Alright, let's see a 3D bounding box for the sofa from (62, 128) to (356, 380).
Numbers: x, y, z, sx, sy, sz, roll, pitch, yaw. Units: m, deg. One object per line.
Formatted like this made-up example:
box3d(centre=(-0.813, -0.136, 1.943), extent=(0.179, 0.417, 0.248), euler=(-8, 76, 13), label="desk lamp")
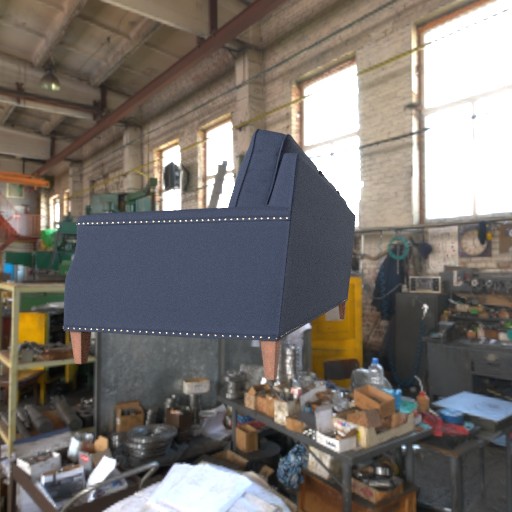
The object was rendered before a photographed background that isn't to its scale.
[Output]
box3d(centre=(0.000, 0.000, 2.845), extent=(1.084, 1.003, 2.246), euler=(-1, -2, 18), label="sofa")
